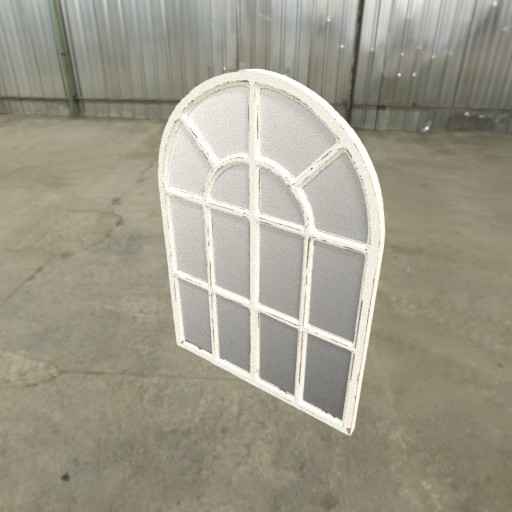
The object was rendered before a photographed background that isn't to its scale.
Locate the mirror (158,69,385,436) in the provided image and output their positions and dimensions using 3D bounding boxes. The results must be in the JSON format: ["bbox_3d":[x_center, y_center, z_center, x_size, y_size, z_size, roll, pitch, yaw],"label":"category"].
[{"bbox_3d":[0.000,0.000,1.179,0.660,0.920,0.032,19,35,30],"label":"mirror"}]
